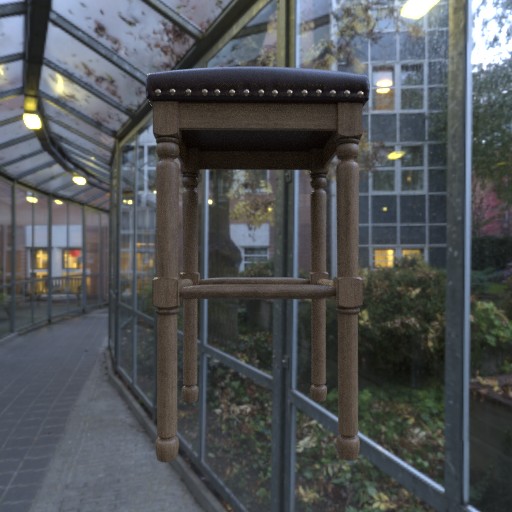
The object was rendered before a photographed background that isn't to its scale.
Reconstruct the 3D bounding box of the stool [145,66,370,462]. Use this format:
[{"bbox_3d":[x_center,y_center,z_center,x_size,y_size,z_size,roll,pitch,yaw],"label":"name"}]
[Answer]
[{"bbox_3d":[0.000,0.000,0.930,0.383,0.702,0.382,0,-1,-1],"label":"stool"}]
